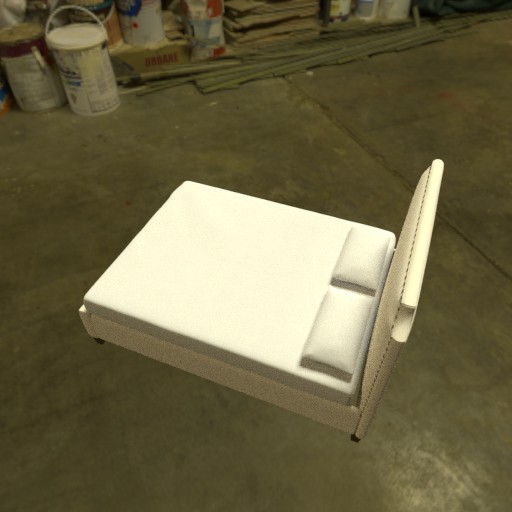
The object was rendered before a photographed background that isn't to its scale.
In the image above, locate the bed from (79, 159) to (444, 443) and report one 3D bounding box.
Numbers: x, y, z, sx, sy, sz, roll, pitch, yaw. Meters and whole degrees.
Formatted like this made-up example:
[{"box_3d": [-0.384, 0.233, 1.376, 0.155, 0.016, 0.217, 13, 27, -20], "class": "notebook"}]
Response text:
[{"box_3d": [0.000, 0.000, 3.526, 2.372, 1.497, 1.712, 16, 48, 15], "class": "bed"}]
